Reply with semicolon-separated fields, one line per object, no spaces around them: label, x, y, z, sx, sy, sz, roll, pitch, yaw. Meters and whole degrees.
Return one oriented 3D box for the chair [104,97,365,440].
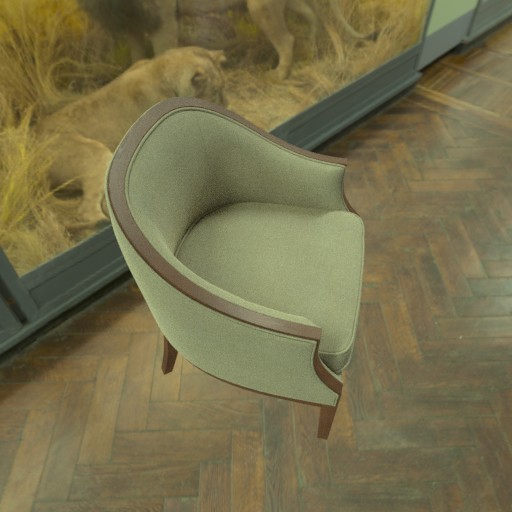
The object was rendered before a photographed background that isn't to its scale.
chair;0.000;0.000;1.492;0.735;0.876;0.803;10;48;9
